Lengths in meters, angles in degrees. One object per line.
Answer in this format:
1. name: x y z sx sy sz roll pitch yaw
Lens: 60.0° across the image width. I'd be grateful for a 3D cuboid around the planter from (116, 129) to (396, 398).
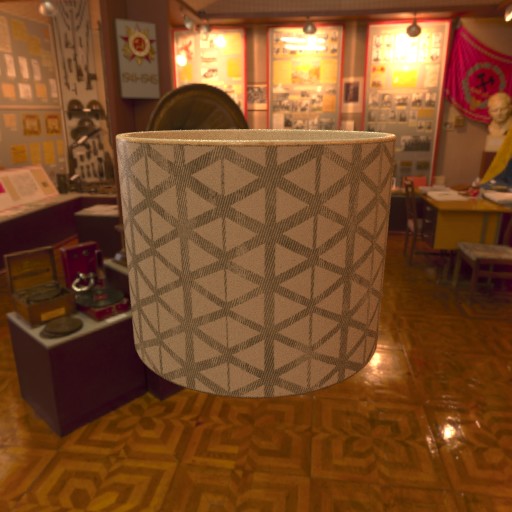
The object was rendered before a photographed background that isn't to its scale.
1. planter: 0.000 0.000 0.340 0.190 0.181 0.190 0 18 0
